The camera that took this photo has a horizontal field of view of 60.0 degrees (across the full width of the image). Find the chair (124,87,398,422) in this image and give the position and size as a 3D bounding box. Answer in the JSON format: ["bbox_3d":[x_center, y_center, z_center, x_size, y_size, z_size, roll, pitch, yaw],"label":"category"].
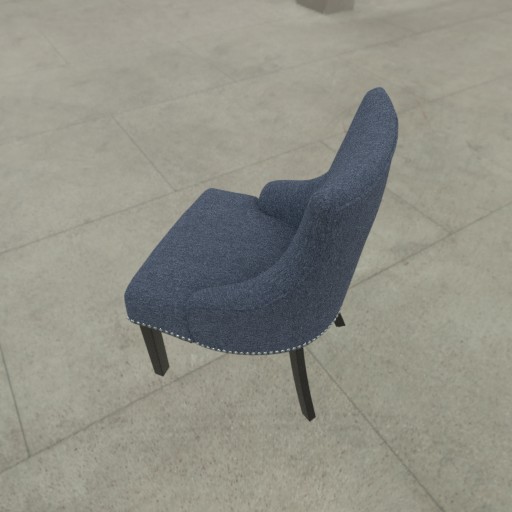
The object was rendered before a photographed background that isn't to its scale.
[{"bbox_3d":[0.000,0.000,1.317,0.629,0.909,0.566,16,47,16],"label":"chair"}]
